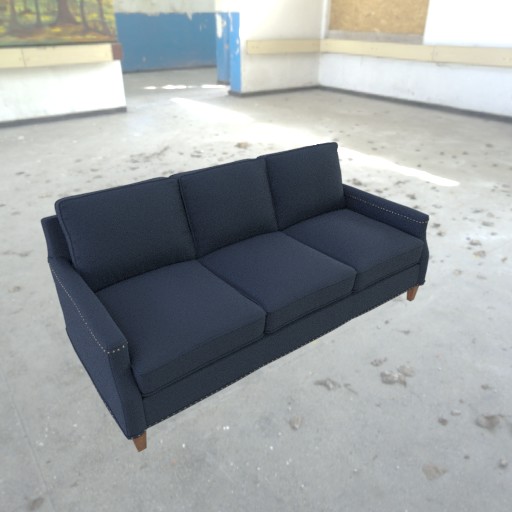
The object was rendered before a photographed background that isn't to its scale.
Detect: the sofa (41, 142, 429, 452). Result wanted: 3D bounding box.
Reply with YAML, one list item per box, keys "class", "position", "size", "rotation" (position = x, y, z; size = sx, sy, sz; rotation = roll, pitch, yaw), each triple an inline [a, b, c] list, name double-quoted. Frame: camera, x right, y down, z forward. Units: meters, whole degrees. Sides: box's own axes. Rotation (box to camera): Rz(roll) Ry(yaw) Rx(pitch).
- class: "sofa"
  position: [0.000, 0.000, 2.779]
  size: [2.246, 1.003, 1.084]
  rotation: [-20, 34, -32]
